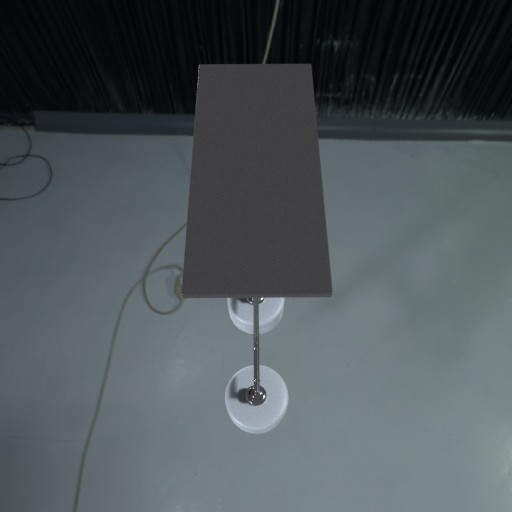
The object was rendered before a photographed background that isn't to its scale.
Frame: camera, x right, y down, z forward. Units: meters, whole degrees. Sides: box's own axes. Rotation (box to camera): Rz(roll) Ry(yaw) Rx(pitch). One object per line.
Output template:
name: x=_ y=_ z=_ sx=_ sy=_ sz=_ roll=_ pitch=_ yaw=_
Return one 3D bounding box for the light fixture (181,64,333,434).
light fixture: x=0.000 y=0.000 z=0.855 sx=0.177 sy=0.557 sz=0.582 roll=0 pitch=62 yaw=0
